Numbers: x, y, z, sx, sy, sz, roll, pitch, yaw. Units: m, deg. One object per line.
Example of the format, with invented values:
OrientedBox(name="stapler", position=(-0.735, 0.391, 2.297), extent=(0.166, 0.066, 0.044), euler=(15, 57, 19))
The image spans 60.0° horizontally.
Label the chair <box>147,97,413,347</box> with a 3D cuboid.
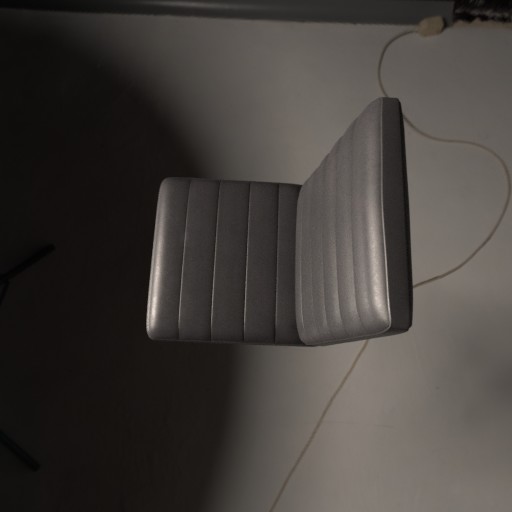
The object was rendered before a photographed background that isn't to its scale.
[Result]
OrientedBox(name="chair", position=(0.000, 0.000, 1.337), extent=(0.634, 0.930, 0.520), euler=(2, 76, 1))
